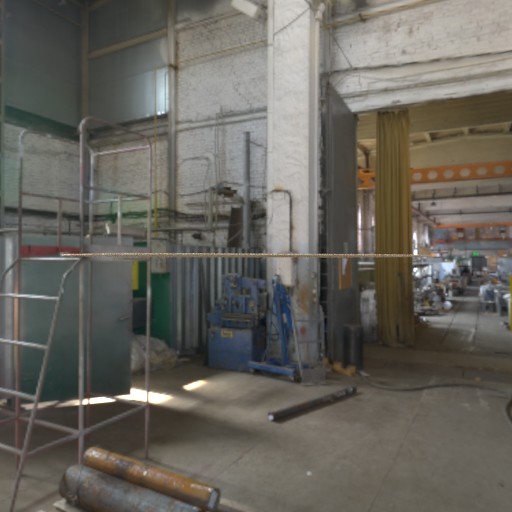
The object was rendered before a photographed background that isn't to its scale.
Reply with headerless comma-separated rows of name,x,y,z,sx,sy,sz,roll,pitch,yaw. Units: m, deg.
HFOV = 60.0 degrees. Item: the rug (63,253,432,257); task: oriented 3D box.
rug,0.000,0.000,3.026,2.432,0.006,1.520,0,-1,-18
